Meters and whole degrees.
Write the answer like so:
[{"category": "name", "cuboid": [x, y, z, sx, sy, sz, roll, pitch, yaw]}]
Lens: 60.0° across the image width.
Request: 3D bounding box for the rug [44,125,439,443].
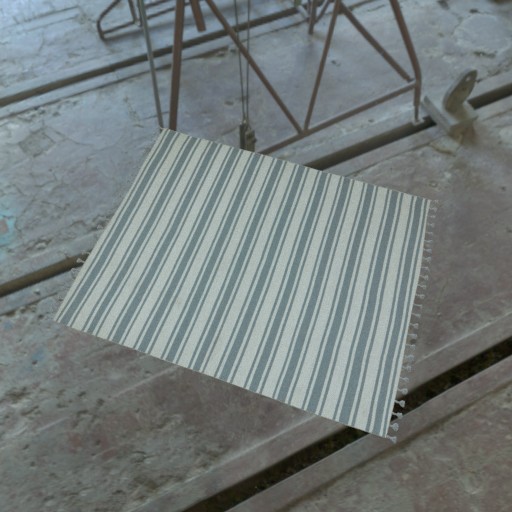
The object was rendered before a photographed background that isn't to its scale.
[{"category": "rug", "cuboid": [0.000, 0.000, 4.253, 3.201, 0.005, 2.439, 17, 64, 9]}]
